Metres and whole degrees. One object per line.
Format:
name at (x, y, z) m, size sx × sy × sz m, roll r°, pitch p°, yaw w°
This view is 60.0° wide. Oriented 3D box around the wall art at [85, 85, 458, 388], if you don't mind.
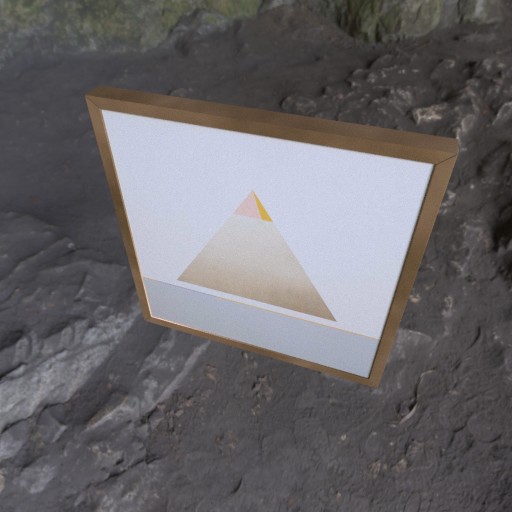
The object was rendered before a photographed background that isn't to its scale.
wall art at (0.000, 0.000, 0.765) m, size 0.513 × 0.511 × 0.038 m, roll 13°, pitch 44°, yaw 14°
